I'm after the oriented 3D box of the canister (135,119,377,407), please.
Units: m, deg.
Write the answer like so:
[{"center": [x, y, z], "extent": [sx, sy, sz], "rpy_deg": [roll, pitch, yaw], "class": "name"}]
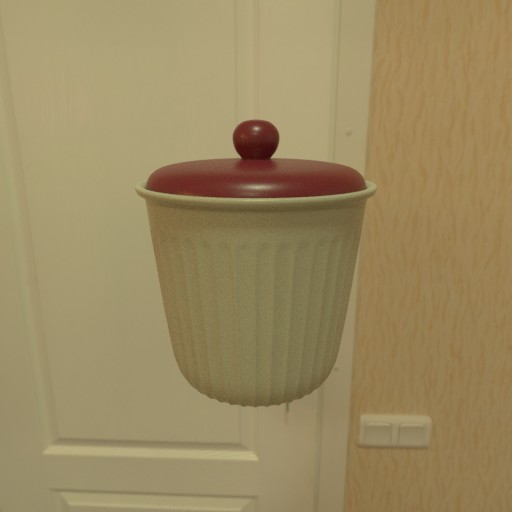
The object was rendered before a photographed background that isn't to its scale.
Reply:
[{"center": [0.000, 0.000, 0.358], "extent": [0.181, 0.211, 0.181], "rpy_deg": [0, 16, 0], "class": "canister"}]
